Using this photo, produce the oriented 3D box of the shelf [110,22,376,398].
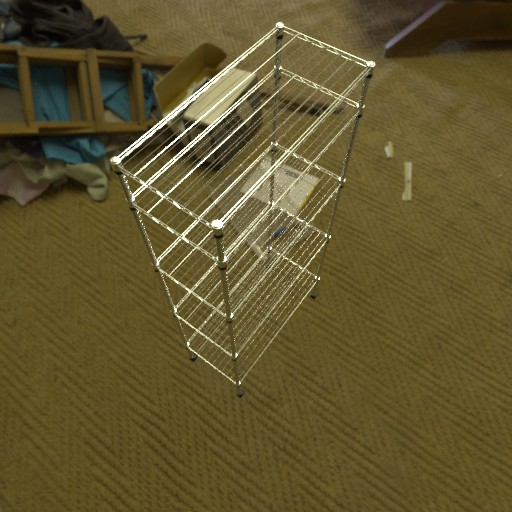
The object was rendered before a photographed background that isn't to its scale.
[{"bbox_3d":[0.000,0.000,1.885,0.356,1.587,0.762,32,64,18],"label":"shelf"}]
